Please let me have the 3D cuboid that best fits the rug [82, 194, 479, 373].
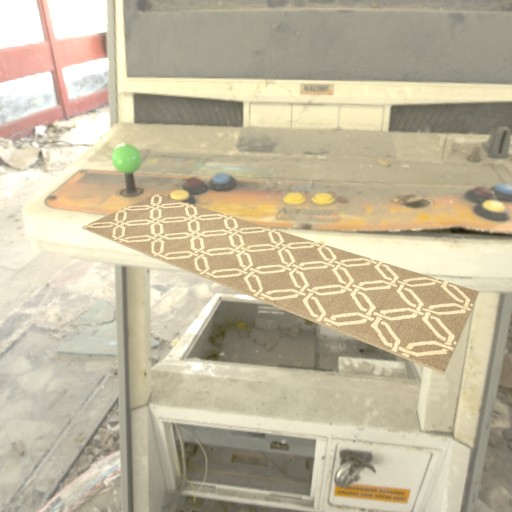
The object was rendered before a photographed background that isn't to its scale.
[{"bbox_3d":[0.000,0.000,2.555,2.276,0.014,0.678,19,35,29],"label":"rug"}]
